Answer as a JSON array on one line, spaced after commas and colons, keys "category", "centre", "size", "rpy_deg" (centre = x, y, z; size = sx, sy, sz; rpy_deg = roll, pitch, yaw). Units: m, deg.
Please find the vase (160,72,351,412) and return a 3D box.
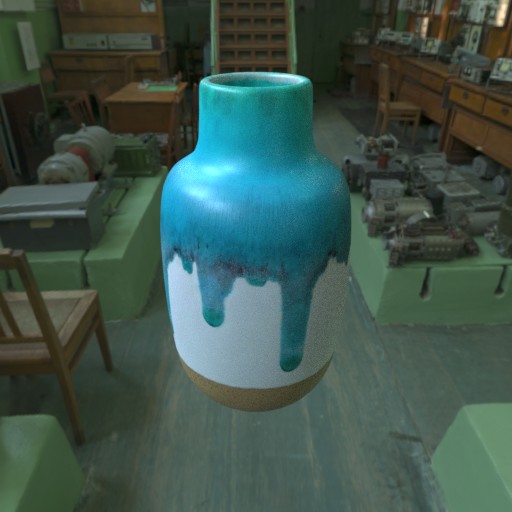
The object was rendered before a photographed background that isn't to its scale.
[{"category": "vase", "centre": [0.000, 0.000, 0.256], "size": [0.106, 0.192, 0.106], "rpy_deg": [0, 30, 0]}]
